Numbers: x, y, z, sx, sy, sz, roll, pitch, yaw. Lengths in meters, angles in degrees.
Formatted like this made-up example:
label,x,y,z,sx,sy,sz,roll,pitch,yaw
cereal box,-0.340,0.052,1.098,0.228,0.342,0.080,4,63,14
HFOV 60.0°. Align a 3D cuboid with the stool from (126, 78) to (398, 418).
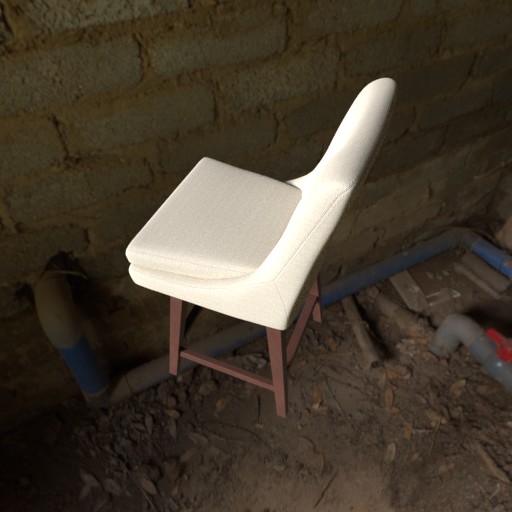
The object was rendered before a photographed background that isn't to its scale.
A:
label,x,y,z,sx,sy,sz,roll,pitch,yaw
stool,0.000,0.000,1.299,0.559,0.991,0.483,17,49,15
